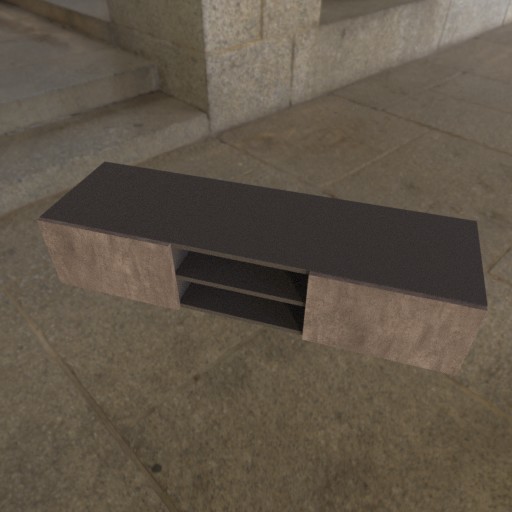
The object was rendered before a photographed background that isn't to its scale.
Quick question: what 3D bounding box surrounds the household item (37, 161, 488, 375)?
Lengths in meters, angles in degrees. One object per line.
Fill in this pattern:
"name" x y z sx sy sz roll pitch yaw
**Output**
"household item" 0.000 0.000 1.569 1.400 0.310 0.420 11 41 13
